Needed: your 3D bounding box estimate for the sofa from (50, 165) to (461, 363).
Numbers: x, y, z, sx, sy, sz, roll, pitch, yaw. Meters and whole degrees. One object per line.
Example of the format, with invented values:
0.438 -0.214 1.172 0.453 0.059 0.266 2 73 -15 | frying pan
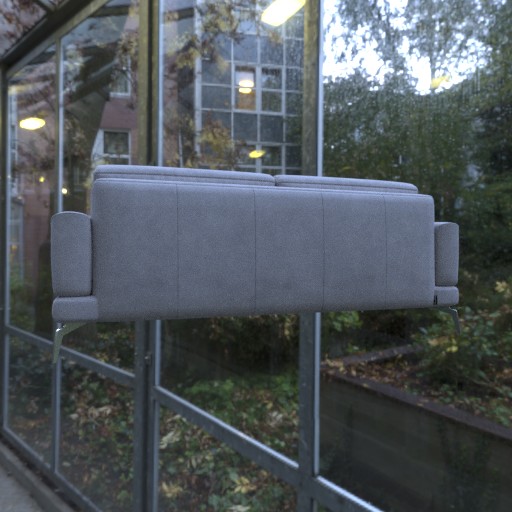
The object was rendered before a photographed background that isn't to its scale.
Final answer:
0.000 0.000 2.475 2.013 0.830 0.980 0 0 -19 | sofa
